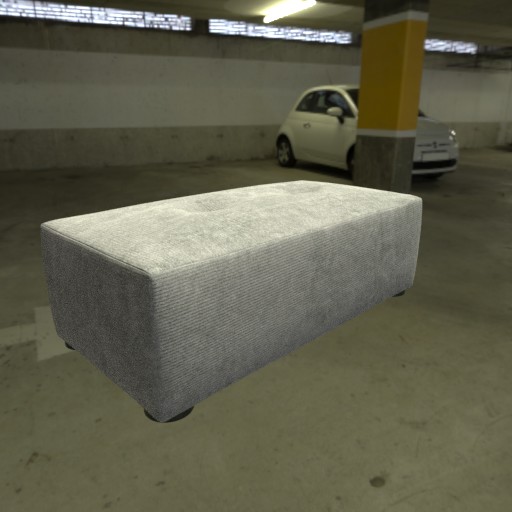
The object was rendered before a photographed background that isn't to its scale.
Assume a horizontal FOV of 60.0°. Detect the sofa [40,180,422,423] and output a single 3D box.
[{"bbox_3d":[0.000,0.000,1.175,0.930,0.330,0.480,-17,25,-42],"label":"sofa"}]
